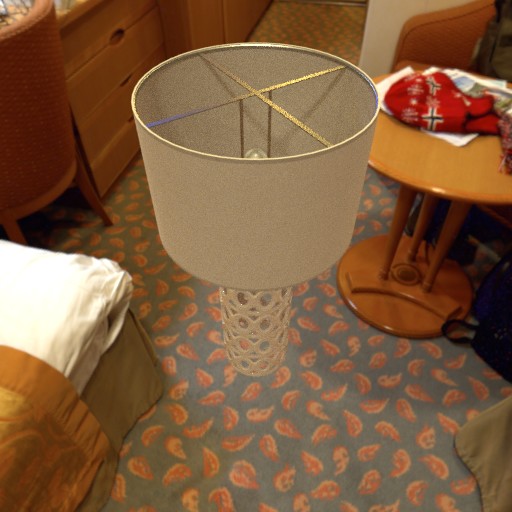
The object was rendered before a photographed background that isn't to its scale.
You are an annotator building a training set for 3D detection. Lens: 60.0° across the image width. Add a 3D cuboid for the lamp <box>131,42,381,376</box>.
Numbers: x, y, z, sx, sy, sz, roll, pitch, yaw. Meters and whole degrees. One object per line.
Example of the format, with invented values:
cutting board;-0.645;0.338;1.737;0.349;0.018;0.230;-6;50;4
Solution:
lamp;0.000;0.000;0.818;0.325;0.636;0.324;-25;51;-22
